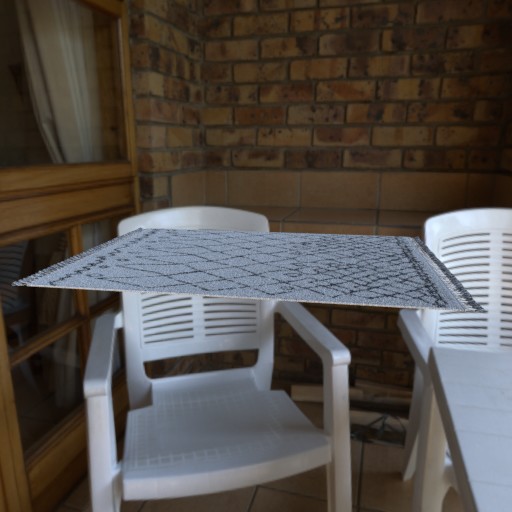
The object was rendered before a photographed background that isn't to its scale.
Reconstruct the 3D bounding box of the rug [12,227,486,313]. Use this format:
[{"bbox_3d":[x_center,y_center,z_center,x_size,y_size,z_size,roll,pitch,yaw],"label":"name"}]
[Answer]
[{"bbox_3d":[0.000,0.000,2.894,2.312,0.017,1.613,2,14,9],"label":"rug"}]
